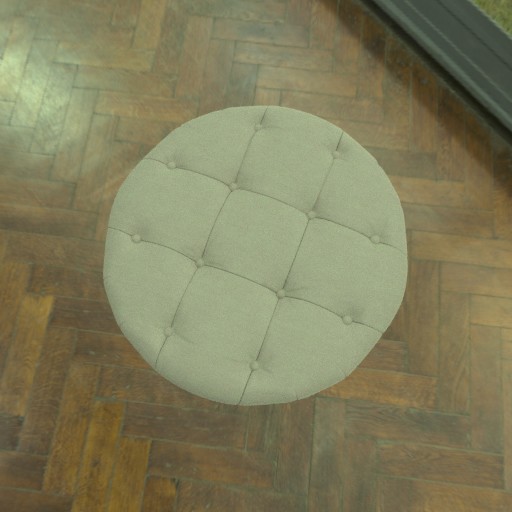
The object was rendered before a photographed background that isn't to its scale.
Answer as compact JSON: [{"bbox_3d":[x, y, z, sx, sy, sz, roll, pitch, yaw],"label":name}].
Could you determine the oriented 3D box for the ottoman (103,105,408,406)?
[{"bbox_3d":[0.000,0.000,1.428,0.901,0.439,0.901,0,75,0],"label":"ottoman"}]
